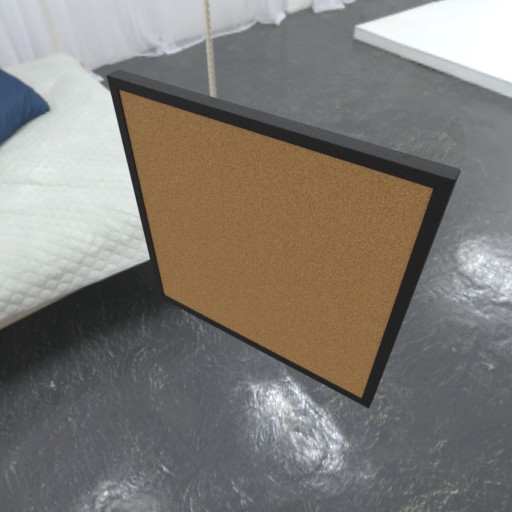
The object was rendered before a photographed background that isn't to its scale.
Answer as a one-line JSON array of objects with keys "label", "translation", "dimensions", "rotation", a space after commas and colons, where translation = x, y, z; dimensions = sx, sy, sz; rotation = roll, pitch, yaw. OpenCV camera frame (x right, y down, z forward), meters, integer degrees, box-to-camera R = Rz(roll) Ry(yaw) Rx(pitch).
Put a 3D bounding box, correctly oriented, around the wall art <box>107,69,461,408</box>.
[{"label": "wall art", "translation": [0.000, 0.000, 1.119], "dimensions": [0.763, 0.763, 0.037], "rotation": [24, 49, 22]}]
